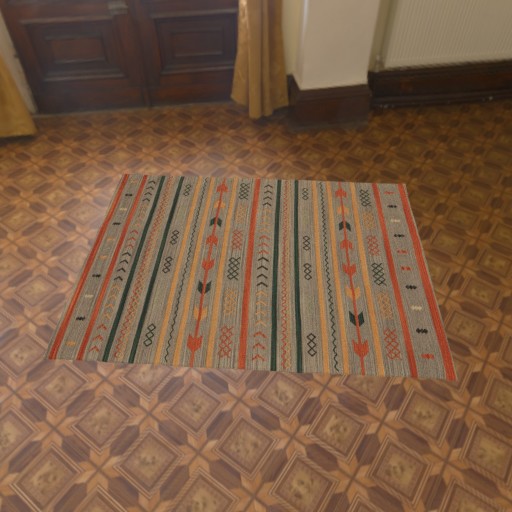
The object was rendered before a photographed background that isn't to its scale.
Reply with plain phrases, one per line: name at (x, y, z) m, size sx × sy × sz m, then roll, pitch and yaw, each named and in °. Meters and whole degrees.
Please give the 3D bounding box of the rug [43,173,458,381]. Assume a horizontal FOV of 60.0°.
rug at (0.000, 0.000, 3.973) m, size 3.029 × 0.022 × 2.263 m, roll 2°, pitch 47°, yaw 2°
